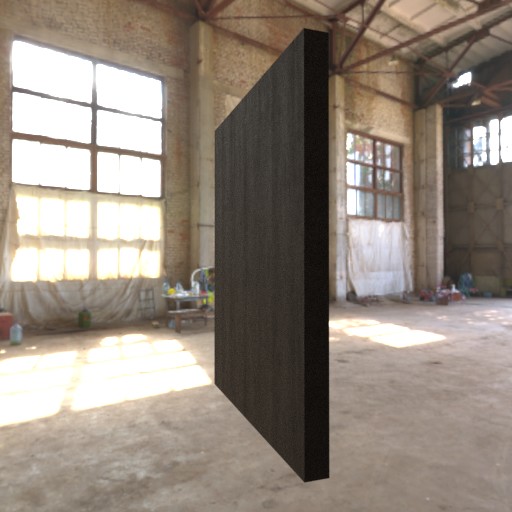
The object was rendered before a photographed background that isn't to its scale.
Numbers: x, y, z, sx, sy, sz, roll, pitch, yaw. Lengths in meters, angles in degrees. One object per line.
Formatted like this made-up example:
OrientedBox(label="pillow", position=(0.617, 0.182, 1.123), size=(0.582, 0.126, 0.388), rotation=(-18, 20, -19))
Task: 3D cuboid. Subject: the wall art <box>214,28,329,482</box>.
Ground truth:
OrientedBox(label="wall art", position=(0.000, 0.000, 0.759), size=(0.034, 0.552, 0.455), rotation=(0, -1, -19))
